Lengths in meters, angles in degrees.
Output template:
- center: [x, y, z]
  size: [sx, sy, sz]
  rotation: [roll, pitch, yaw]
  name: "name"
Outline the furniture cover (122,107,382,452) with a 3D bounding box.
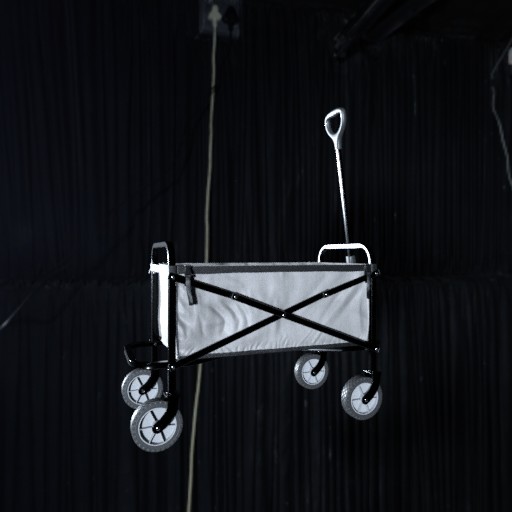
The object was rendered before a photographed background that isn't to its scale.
- center: [0.000, 0.000, 1.835]
  size: [1.038, 1.295, 0.532]
  rotation: [0, 0, -21]
  name: "furniture cover"
